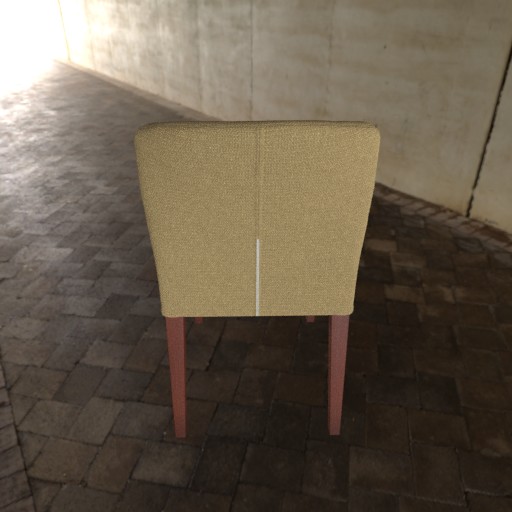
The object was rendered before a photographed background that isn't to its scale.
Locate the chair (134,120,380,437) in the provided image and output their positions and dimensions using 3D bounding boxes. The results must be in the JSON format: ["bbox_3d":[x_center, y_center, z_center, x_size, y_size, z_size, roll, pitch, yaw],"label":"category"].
[{"bbox_3d":[0.000,0.000,1.197,0.491,0.839,0.589,-1,30,-1],"label":"chair"}]
